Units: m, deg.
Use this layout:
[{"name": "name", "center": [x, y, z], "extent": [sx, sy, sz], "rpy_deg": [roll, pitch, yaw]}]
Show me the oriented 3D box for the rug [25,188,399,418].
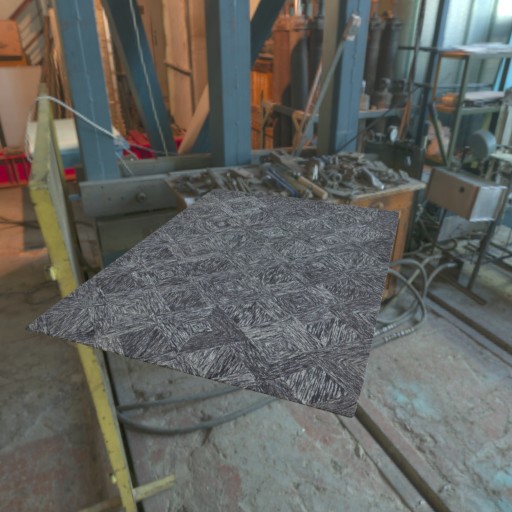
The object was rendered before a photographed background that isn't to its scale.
[{"name": "rug", "center": [0.000, 0.000, 5.251], "extent": [2.997, 0.020, 4.093], "rpy_deg": [10, 29, 18]}]
